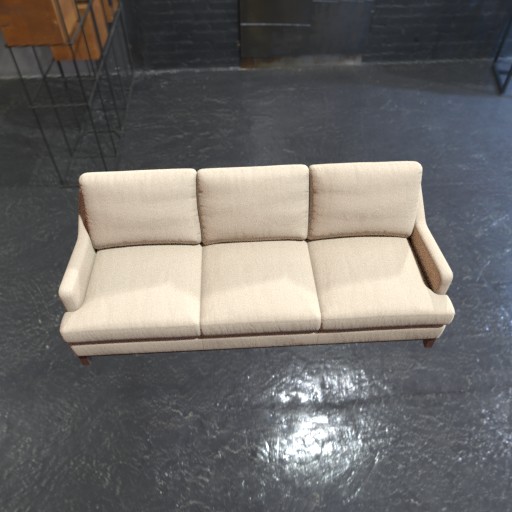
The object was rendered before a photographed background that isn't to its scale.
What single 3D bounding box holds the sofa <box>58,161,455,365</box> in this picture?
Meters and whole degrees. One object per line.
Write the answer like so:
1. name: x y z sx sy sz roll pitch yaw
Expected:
1. sofa: 0.000 0.000 2.859 2.321 0.913 1.000 -2 47 -2
